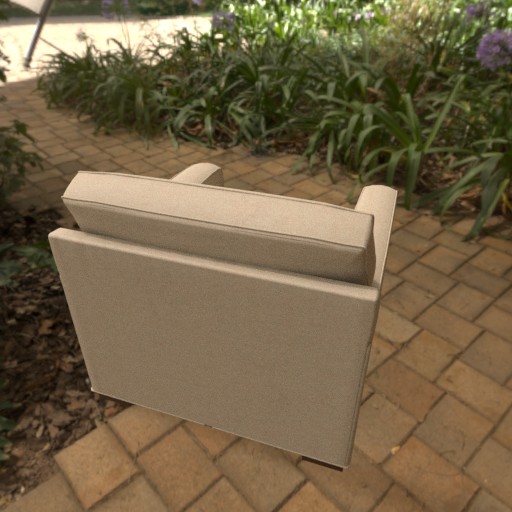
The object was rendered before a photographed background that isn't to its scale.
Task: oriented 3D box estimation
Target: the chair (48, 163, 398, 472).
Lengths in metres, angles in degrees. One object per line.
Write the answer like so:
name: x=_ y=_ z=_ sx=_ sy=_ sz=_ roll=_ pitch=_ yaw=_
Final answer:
chair: x=0.000 y=0.000 z=1.771 sx=0.998 sy=0.913 sz=1.043 roll=10 pitch=34 yaw=16
